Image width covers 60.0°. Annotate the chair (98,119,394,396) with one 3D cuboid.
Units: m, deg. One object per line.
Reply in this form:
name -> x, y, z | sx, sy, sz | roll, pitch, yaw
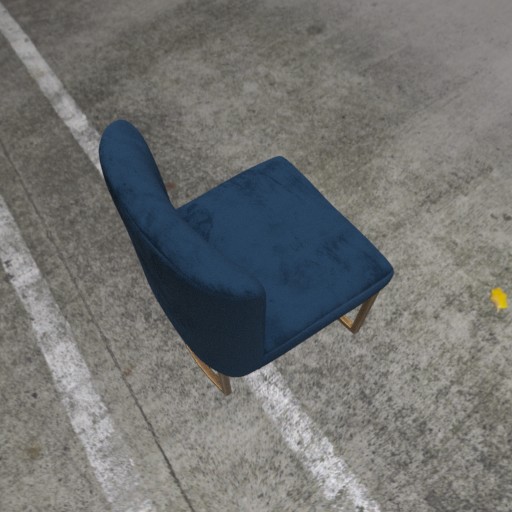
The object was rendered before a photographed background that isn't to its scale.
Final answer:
chair -> 0.000, 0.000, 1.199 | 0.560, 0.824, 0.530 | -31, 64, -17
